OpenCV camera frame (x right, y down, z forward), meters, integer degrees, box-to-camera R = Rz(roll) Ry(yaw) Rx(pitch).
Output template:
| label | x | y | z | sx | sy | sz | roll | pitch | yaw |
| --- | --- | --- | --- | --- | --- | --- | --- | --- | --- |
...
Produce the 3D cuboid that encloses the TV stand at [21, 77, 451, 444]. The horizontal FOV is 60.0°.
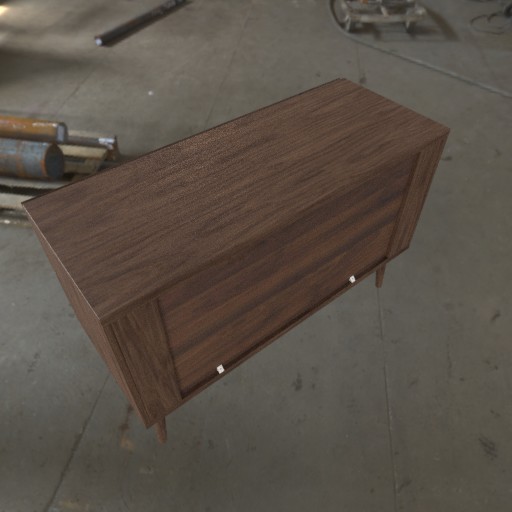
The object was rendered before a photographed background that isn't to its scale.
| label | x | y | z | sx | sy | sz | roll | pitch | yaw |
| --- | --- | --- | --- | --- | --- | --- | --- | --- | --- |
| TV stand | 0.000 | 0.000 | 1.302 | 0.990 | 0.660 | 0.405 | -30 | 53 | -25 |
